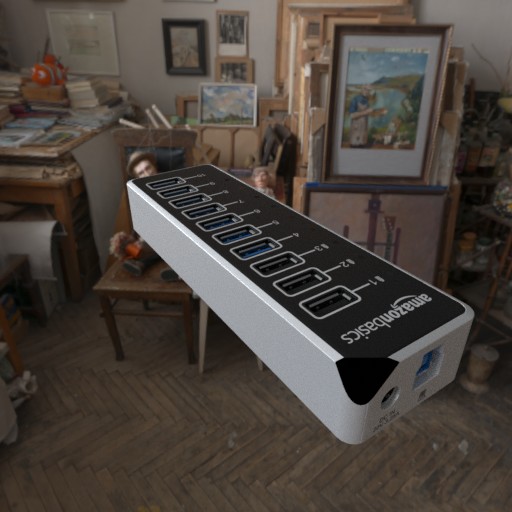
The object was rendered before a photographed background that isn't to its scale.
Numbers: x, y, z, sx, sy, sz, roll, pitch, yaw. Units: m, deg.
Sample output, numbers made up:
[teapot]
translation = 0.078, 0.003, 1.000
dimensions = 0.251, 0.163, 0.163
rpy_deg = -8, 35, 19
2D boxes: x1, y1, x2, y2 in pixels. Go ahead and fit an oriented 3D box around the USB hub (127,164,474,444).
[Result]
[USB hub]
translation = 0.000, 0.000, 0.162
dimensions = 0.044, 0.023, 0.145
rpy_deg = -19, 35, -29
